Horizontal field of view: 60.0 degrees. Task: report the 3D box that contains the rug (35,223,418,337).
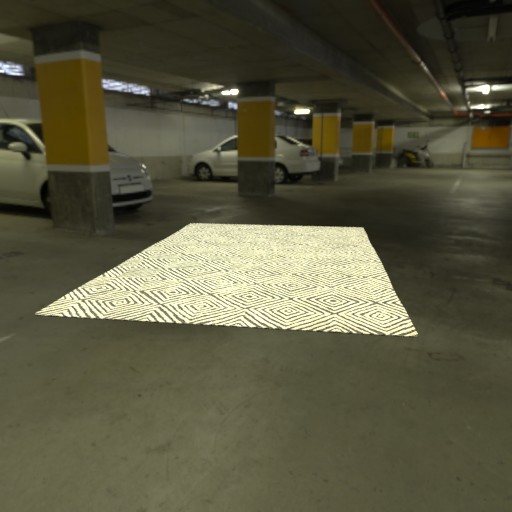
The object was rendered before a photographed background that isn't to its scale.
[{"bbox_3d":[0.000,0.000,2.159,1.177,0.004,1.750,2,14,8],"label":"rug"}]
